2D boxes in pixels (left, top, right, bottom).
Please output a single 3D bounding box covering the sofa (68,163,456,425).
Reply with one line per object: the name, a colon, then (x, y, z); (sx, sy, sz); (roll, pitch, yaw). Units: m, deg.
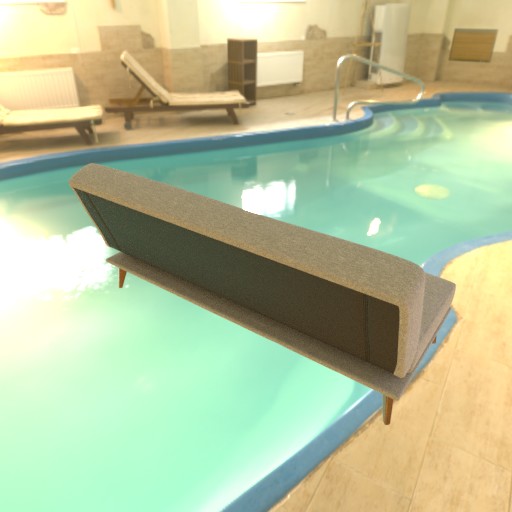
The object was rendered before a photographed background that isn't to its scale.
sofa: (0.000, 0.000, 2.279); (1.800, 0.810, 0.860); (20, 36, 31)
